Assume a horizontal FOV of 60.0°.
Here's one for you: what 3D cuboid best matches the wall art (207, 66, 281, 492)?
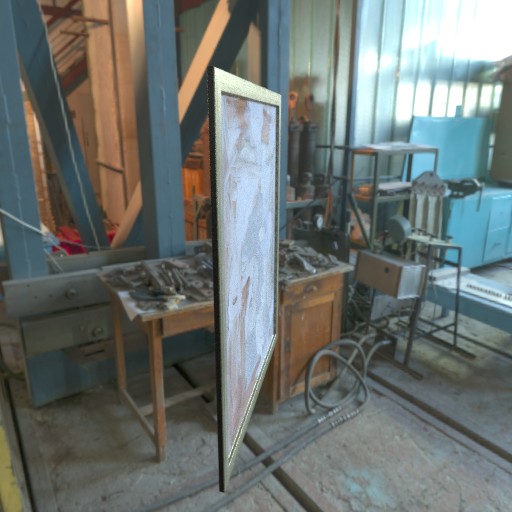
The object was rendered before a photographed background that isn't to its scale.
[{"bbox_3d":[0.000,0.000,0.775,0.009,0.559,0.483,3,17,11],"label":"wall art"}]
